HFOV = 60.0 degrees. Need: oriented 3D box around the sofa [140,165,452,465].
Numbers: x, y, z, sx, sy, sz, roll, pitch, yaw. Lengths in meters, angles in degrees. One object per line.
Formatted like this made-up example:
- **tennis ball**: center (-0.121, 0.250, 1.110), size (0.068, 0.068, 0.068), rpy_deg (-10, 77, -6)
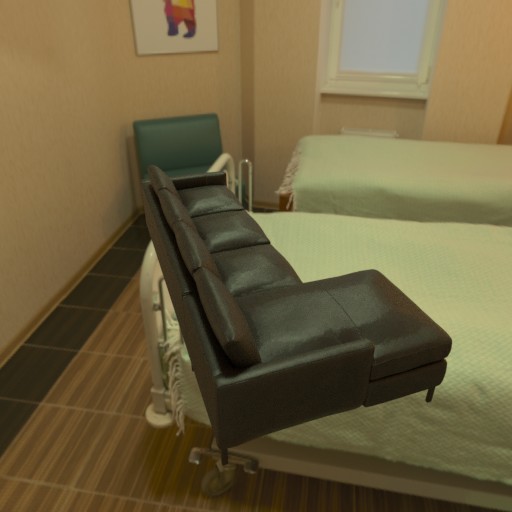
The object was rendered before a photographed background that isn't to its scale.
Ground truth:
- **sofa**: center (0.000, 0.000, 3.649), size (1.471, 0.859, 2.993), rpy_deg (-10, 32, -17)
